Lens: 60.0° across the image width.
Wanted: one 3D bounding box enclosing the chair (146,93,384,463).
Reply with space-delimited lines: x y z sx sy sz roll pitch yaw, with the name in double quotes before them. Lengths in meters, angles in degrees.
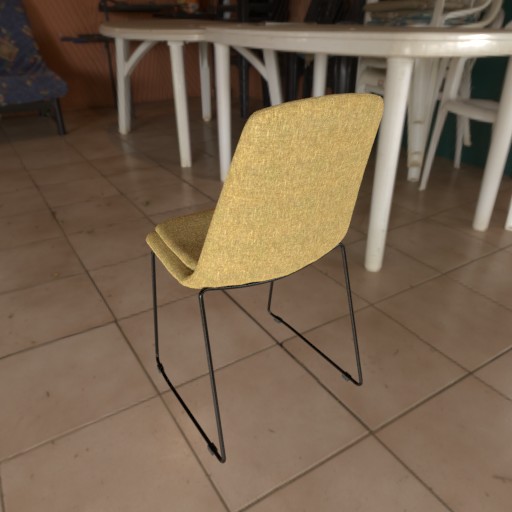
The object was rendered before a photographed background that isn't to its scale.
"chair" 0.000 0.000 1.142 0.479 0.849 0.496 -18 33 -29
